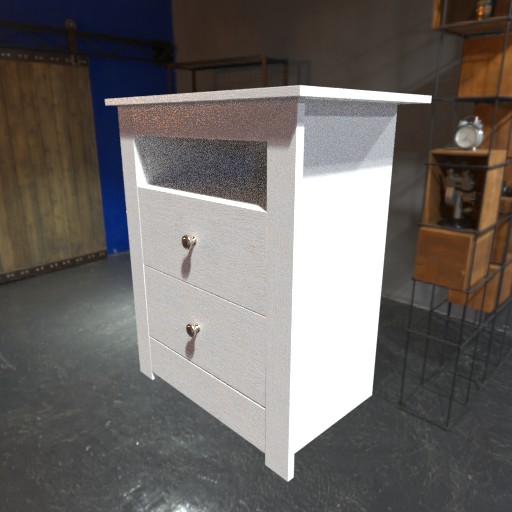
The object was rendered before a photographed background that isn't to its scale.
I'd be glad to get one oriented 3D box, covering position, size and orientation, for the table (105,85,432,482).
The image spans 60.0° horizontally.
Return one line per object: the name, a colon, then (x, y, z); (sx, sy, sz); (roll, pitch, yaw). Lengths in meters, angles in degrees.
table: (0.000, 0.000, 1.056); (0.406, 0.711, 0.589); (-16, 23, -42)
